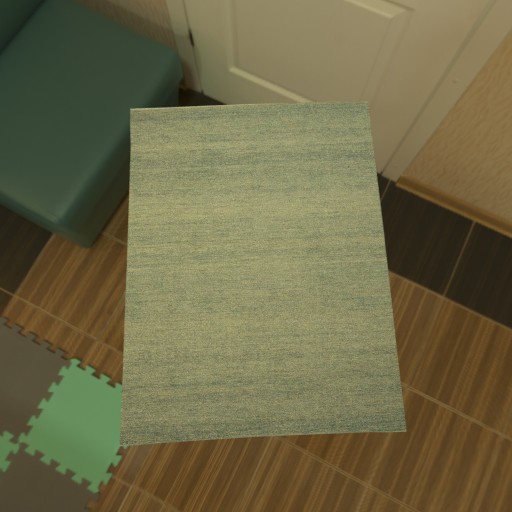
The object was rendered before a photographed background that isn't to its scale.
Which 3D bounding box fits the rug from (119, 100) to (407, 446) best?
[{"bbox_3d":[0.000,0.000,4.173,2.461,0.046,3.237,-2,76,-1],"label":"rug"}]
